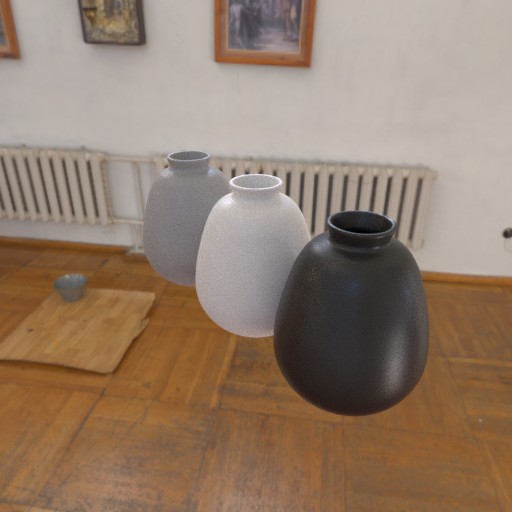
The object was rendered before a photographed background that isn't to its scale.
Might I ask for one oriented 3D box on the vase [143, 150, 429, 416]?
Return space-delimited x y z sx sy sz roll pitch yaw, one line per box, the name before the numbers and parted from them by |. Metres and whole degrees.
vase | 0.000 0.000 0.351 0.097 0.122 0.297 -18 31 -33
